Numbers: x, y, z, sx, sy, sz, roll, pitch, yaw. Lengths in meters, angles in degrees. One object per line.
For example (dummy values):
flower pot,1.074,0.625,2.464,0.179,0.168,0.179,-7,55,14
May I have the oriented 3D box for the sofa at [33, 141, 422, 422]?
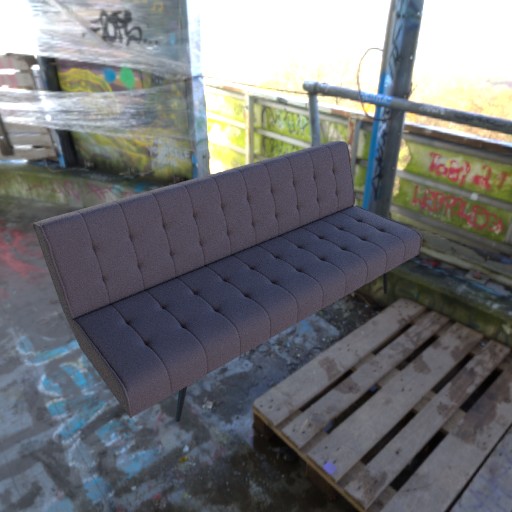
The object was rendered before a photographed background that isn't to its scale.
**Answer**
sofa,0.000,0.000,2.121,1.703,0.699,0.747,-23,38,-33
